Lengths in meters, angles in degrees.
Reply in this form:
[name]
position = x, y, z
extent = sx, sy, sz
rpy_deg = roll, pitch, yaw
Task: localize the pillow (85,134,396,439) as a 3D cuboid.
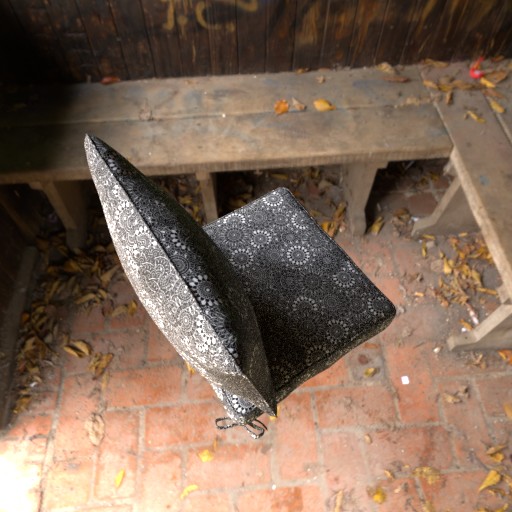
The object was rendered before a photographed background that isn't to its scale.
[pillow]
position = 0.000, 0.000, 1.369
extent = 0.740, 0.722, 0.798
rpy_deg = -29, 62, -17
